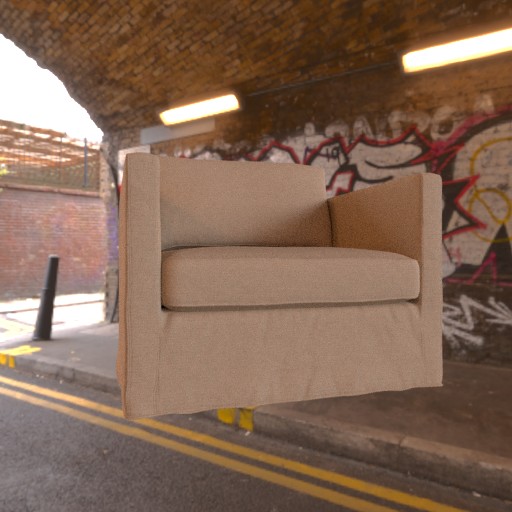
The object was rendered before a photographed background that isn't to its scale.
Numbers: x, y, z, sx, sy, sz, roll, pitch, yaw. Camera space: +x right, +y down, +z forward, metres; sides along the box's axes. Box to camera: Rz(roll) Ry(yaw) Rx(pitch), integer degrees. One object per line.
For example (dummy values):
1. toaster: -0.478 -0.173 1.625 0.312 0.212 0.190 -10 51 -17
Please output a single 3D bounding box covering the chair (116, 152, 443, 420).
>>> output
1. chair: 0.000 0.000 1.755 1.057 0.867 0.949 0 0 -18
